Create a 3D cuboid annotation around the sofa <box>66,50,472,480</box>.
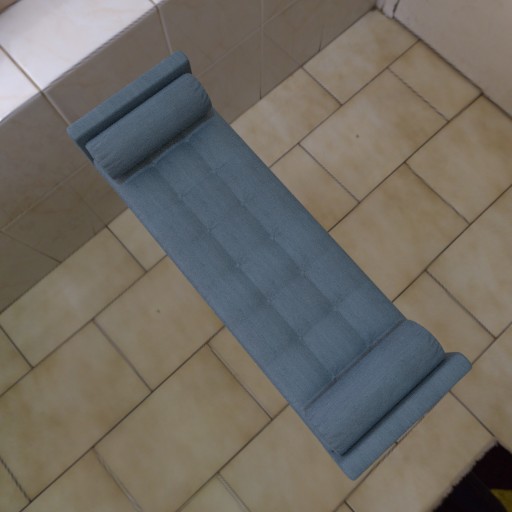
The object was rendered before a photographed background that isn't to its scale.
[{"bbox_3d":[0.000,0.000,2.231,0.686,0.635,1.981,-39,79,-9],"label":"sofa"}]
